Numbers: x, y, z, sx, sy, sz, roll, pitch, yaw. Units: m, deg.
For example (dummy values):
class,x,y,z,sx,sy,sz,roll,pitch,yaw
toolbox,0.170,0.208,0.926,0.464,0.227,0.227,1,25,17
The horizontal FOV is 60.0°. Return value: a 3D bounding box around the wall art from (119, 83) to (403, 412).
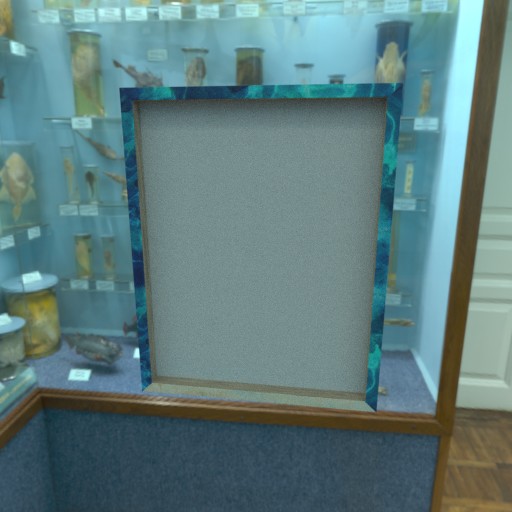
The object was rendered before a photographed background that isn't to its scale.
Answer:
class,x,y,z,sx,sy,sz,roll,pitch,yaw
wall art,0.000,0.000,0.885,0.508,0.635,0.038,2,15,9
